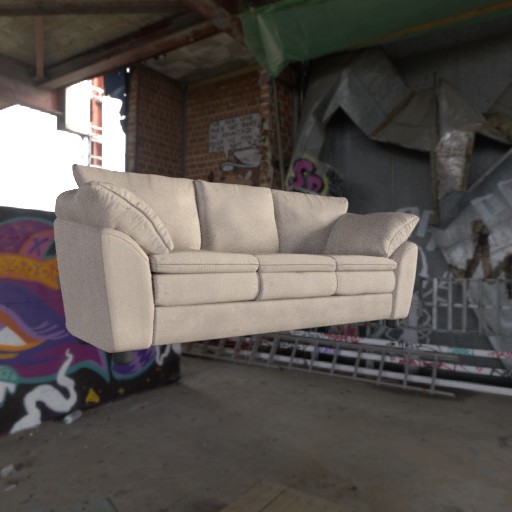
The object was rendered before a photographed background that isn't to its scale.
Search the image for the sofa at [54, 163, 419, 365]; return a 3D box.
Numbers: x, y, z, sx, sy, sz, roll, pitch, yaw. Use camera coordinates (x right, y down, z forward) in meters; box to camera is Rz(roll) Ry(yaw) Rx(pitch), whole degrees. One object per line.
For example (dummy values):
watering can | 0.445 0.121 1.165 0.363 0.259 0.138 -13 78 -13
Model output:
sofa | 0.000 0.000 2.830 2.334 0.996 0.878 1 -1 -36
